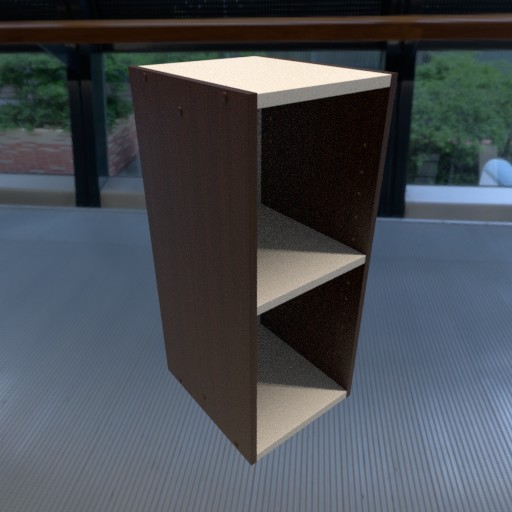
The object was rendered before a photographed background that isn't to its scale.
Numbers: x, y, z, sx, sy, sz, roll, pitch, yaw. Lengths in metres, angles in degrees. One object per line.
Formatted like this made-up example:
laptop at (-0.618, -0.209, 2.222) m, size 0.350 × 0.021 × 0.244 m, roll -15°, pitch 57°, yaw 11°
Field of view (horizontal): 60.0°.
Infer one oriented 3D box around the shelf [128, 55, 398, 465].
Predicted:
shelf at (0.000, 0.000, 0.767) m, size 0.253 × 0.600 × 0.290 m, roll -22°, pitch 36°, yaw -33°
